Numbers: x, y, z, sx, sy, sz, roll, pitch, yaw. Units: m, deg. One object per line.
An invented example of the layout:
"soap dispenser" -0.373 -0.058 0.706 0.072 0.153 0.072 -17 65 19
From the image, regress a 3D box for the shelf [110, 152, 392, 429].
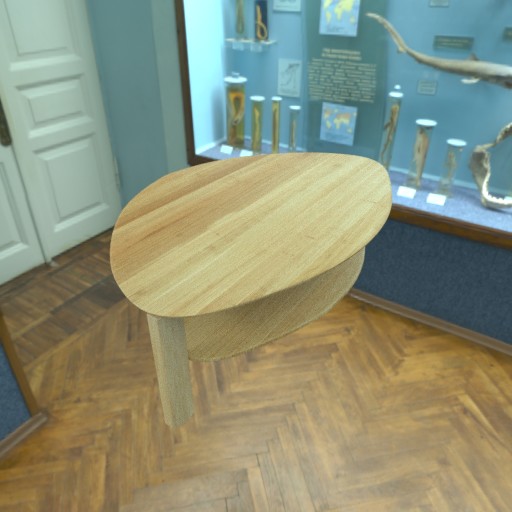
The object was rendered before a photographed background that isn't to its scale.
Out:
"shelf" 0.000 0.000 1.631 0.845 0.440 1.246 21 38 29
